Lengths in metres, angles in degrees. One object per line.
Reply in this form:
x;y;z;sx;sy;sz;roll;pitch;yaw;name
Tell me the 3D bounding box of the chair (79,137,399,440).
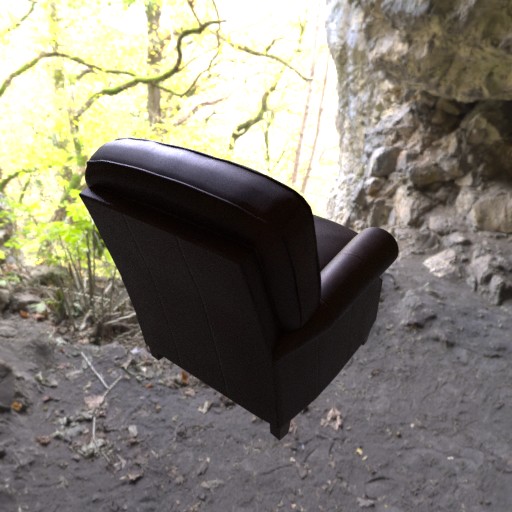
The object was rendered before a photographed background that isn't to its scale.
0.000;0.000;1.744;0.936;1.018;0.986;22;37;32;chair
